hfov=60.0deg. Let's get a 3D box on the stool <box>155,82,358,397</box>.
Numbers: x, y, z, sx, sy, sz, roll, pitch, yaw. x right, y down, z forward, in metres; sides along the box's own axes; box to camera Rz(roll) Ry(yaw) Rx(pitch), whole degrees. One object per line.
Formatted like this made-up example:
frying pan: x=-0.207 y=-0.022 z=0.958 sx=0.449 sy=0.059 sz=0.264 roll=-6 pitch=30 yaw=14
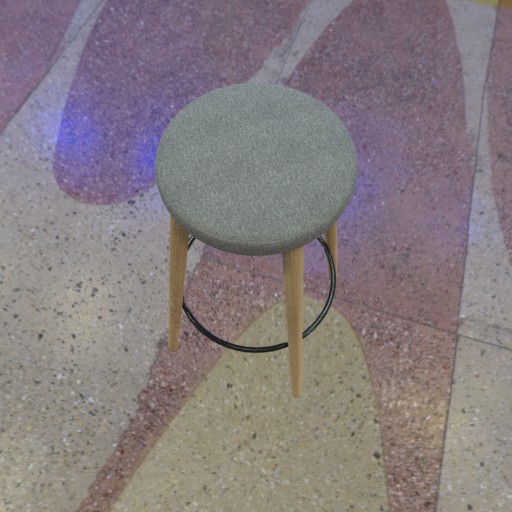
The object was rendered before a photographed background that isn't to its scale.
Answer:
stool: x=0.000 y=0.000 z=1.017 sx=0.410 sy=0.770 sz=0.410 roll=18 pitch=66 yaw=8
